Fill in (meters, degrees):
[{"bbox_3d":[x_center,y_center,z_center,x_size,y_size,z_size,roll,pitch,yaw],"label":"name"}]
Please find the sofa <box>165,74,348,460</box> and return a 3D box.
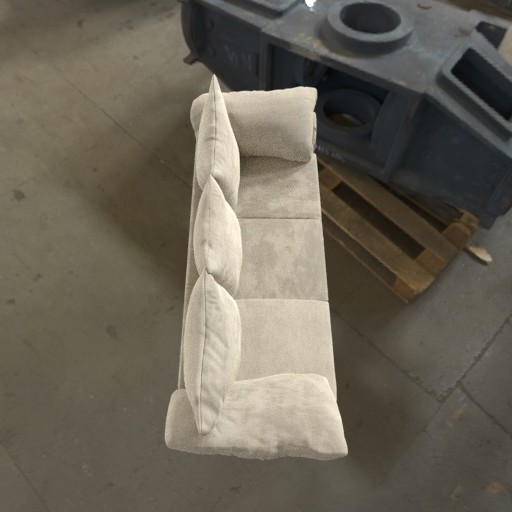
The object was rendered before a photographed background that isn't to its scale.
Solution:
[{"bbox_3d":[0.000,0.000,2.810,0.893,0.981,2.377,0,63,0],"label":"sofa"}]
